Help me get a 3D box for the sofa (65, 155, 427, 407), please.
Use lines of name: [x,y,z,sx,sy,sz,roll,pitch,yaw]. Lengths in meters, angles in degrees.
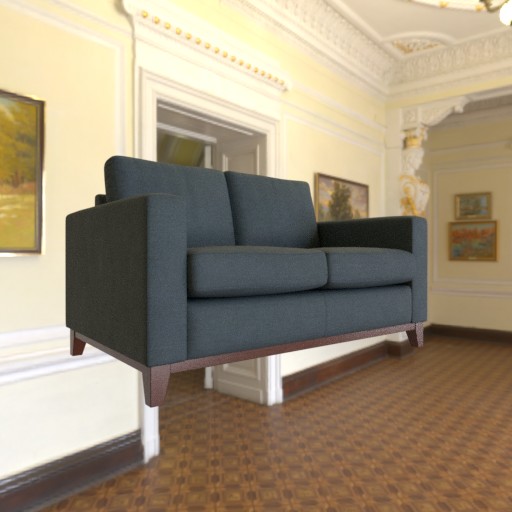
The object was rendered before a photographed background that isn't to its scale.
sofa: [0.000,0.000,2.105,1.489,0.903,0.955,0,0,-37]
